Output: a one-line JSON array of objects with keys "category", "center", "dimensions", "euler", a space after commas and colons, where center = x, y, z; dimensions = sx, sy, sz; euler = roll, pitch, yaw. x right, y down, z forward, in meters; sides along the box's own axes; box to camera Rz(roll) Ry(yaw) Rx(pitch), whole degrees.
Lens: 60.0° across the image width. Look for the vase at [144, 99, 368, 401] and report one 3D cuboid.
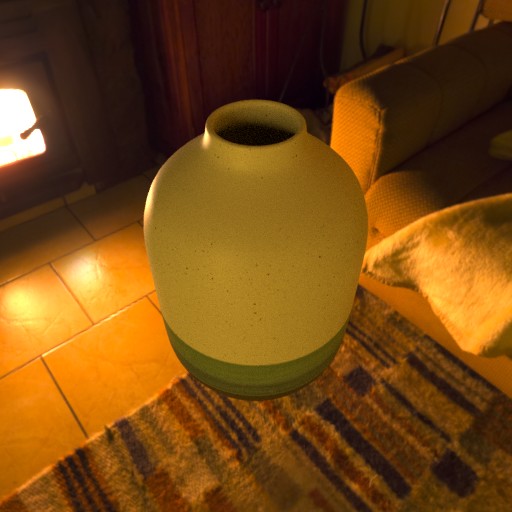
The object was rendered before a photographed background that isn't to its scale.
[{"category": "vase", "center": [0.000, 0.000, 0.365], "dimensions": [0.169, 0.240, 0.169], "euler": [0, 45, 0]}]
